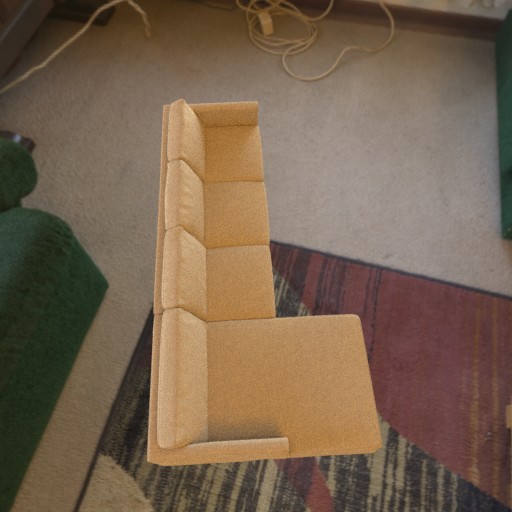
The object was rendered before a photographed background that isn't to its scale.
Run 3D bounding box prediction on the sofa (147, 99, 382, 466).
[{"bbox_3d":[0.000,0.000,3.831,1.625,0.846,3.186,-3,62,-2],"label":"sofa"}]
